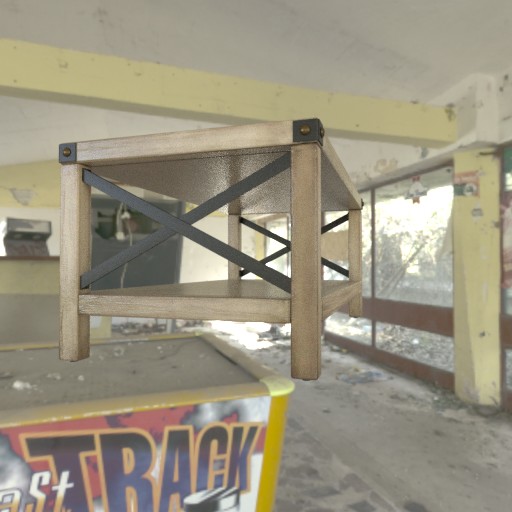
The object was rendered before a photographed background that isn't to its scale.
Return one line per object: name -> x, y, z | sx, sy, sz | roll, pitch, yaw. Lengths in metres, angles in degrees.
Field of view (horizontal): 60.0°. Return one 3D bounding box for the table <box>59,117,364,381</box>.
table -> 0.000, 0.000, 1.312 | 0.559, 0.456, 1.016 | 0, -1, 18
